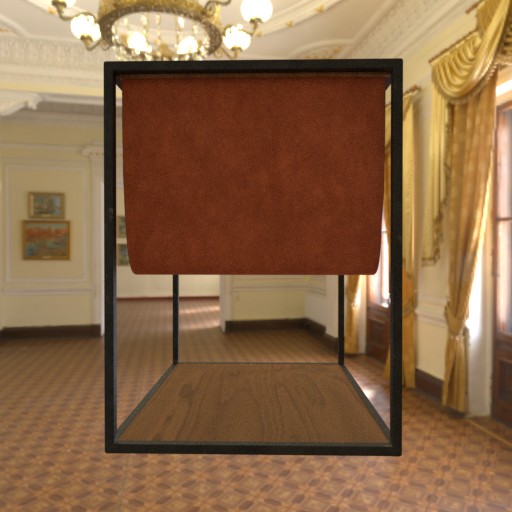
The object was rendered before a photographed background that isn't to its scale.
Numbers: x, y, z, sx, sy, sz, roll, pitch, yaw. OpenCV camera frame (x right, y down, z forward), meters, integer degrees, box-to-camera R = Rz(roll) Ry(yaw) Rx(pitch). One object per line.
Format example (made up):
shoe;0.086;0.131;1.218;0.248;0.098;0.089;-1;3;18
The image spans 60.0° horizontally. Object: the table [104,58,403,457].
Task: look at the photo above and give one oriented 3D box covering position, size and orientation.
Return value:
table;0.000;0.000;0.817;0.399;0.536;0.450;0;0;1
